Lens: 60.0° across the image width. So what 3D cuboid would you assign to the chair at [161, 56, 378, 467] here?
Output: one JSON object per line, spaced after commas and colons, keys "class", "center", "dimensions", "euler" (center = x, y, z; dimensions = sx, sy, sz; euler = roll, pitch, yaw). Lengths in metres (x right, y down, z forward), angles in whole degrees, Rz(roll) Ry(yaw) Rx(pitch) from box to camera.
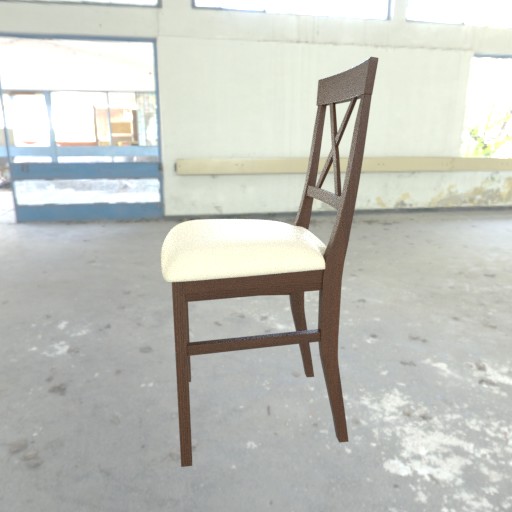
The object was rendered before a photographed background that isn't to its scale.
{"class": "chair", "center": [0.000, 0.000, 1.156], "dimensions": [0.480, 0.913, 0.440], "euler": [-2, 15, -8]}
